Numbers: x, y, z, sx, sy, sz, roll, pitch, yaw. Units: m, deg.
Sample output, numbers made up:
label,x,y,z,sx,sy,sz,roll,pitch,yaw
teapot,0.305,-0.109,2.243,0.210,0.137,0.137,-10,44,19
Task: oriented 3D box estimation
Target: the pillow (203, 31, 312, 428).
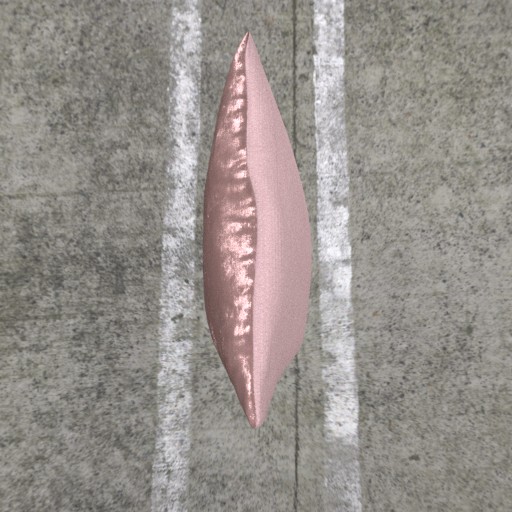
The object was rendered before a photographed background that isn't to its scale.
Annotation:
label,x,y,z,sx,sy,sz,roll,pitch,yaw
pillow,0.000,0.000,0.721,0.175,0.464,0.470,0,76,0
